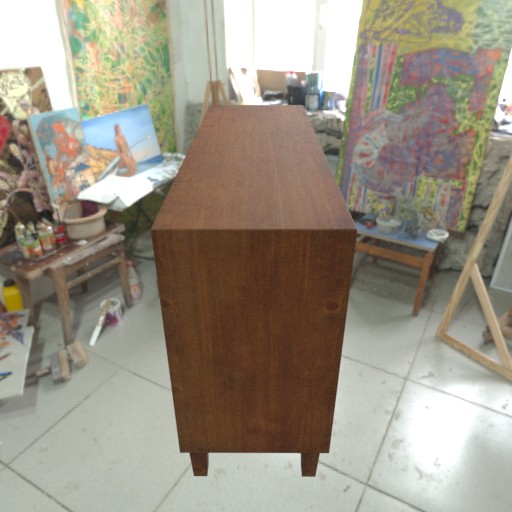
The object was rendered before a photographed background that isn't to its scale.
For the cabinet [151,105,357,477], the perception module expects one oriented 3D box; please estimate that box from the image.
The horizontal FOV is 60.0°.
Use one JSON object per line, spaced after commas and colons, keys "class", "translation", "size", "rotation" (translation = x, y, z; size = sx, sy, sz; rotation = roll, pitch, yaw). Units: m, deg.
{"class": "cabinet", "translation": [0.000, 0.000, 1.579], "size": [0.403, 0.805, 1.204], "rotation": [0, 30, 0]}
